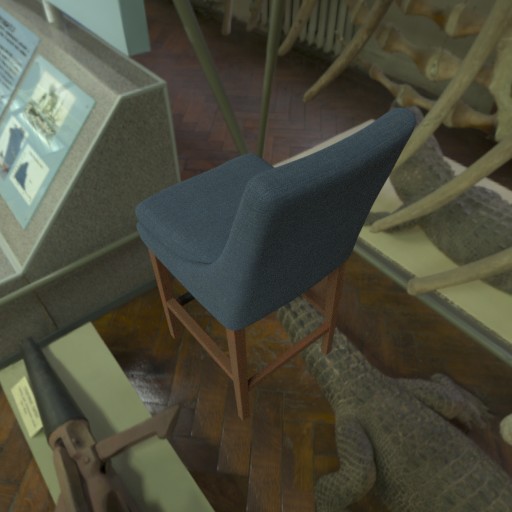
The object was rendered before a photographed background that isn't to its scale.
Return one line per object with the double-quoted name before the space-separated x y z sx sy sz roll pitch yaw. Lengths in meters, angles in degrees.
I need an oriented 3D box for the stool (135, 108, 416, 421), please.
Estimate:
"stool" 0.000 0.000 1.288 0.470 0.981 0.577 -30 53 -26
